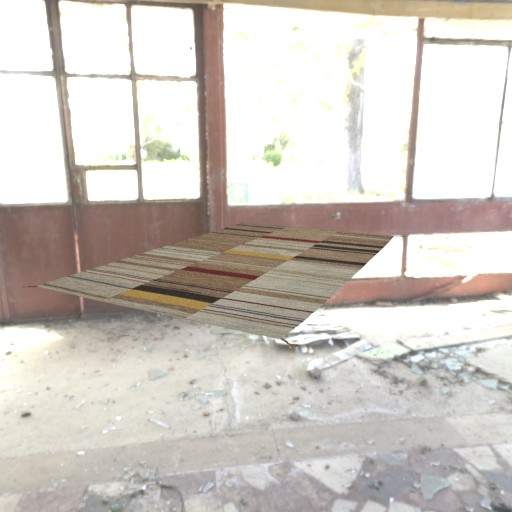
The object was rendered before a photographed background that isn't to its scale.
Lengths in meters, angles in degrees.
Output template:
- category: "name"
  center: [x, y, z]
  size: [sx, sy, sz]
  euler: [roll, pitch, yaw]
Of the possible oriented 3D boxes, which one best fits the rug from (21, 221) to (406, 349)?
- category: "rug"
  center: [0.000, 0.000, 2.392]
  size: [1.268, 0.007, 1.918]
  euler: [7, 16, 27]
